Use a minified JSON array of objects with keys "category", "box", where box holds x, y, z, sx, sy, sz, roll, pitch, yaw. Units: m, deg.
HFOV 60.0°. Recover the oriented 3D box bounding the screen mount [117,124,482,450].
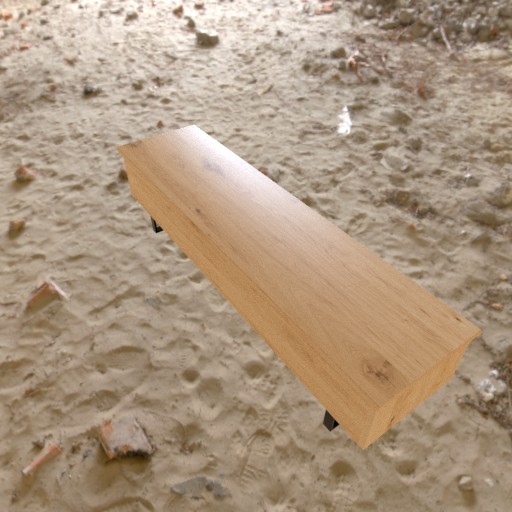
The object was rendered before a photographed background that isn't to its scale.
[{"category":"screen mount","box":[0.000,0.000,1.870,0.450,0.430,1.700,-25,47,-26]}]
